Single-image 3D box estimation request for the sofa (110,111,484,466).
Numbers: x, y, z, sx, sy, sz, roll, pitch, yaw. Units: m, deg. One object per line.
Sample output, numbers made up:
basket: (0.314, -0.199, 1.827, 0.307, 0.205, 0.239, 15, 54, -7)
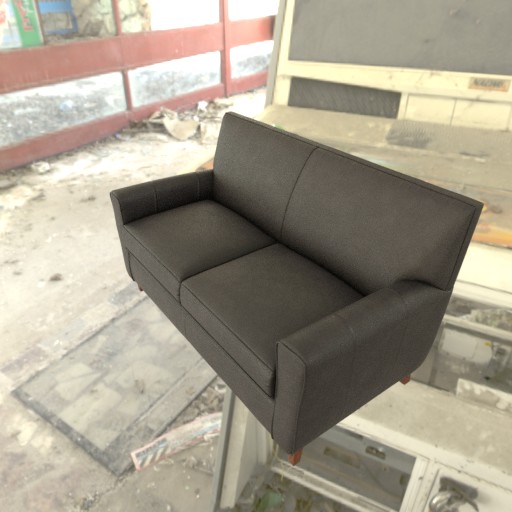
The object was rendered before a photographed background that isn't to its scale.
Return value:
sofa: (0.000, 0.000, 1.980, 0.787, 0.871, 1.473, -22, 38, -30)
